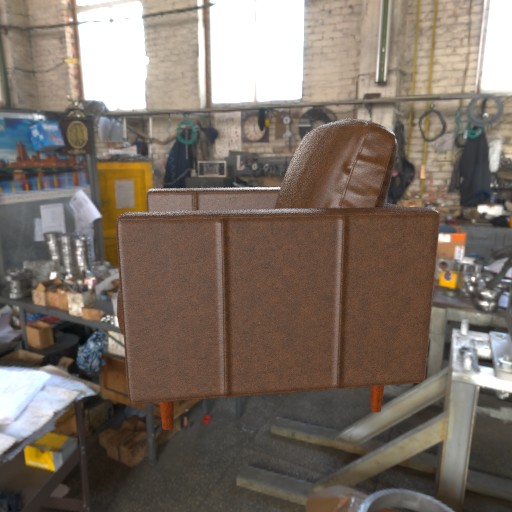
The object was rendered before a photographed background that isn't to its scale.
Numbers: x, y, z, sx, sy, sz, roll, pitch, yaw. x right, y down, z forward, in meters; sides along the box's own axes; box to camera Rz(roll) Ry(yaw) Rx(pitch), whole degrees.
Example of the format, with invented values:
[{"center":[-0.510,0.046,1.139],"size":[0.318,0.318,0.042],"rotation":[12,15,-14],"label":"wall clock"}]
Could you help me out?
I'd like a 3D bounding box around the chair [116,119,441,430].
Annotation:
[{"center":[0.000,0.000,1.631],"size":[0.909,0.956,0.890],"rotation":[-2,13,-8],"label":"chair"}]
